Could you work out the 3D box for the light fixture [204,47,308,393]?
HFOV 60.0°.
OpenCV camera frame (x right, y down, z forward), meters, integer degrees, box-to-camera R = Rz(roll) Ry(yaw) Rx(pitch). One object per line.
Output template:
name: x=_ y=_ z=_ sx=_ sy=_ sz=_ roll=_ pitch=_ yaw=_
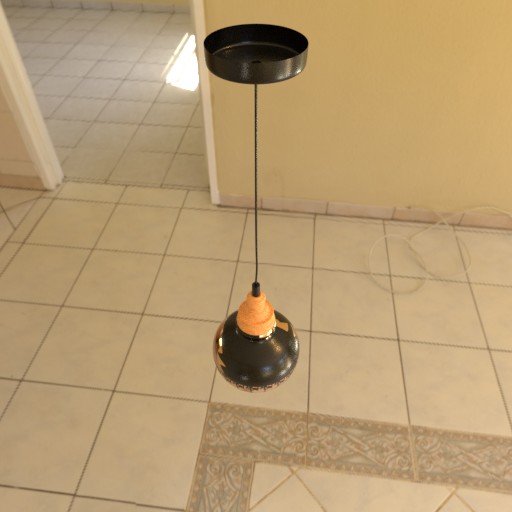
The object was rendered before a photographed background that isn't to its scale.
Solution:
light fixture: x=0.000 y=0.000 z=1.737 sx=0.430 sy=1.606 sz=0.430 roll=-2 pitch=46 yaw=-2
